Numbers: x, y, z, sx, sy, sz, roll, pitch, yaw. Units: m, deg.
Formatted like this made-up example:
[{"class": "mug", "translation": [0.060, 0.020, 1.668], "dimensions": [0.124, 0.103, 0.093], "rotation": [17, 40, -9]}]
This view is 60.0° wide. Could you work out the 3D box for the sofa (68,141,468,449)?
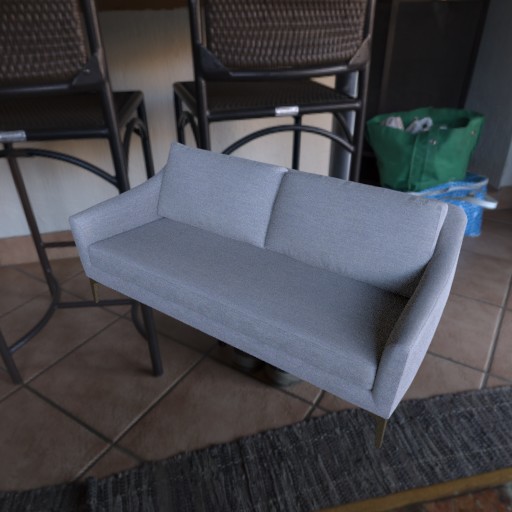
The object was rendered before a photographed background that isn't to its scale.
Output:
[{"class": "sofa", "translation": [0.000, 0.000, 2.521], "dimensions": [2.036, 0.913, 0.980], "rotation": [19, 35, 29]}]
